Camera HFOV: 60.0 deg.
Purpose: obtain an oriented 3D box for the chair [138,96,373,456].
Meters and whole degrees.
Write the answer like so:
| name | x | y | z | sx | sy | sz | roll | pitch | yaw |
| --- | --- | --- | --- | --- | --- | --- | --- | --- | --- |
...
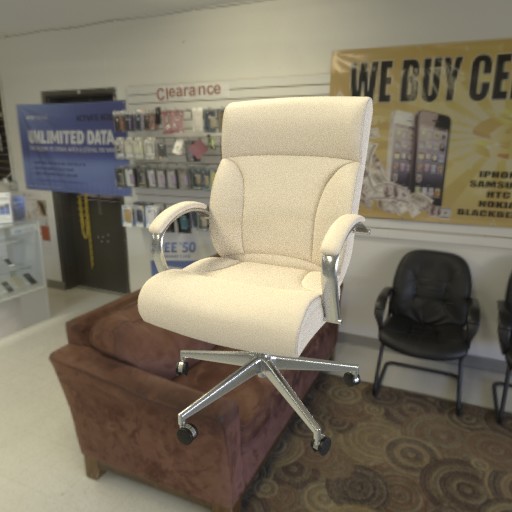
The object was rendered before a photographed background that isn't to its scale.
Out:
| name | x | y | z | sx | sy | sz | roll | pitch | yaw |
| --- | --- | --- | --- | --- | --- | --- | --- | --- | --- |
| chair | 0.000 | 0.000 | 1.570 | 0.727 | 1.099 | 0.745 | 8 | 17 | 27 |
